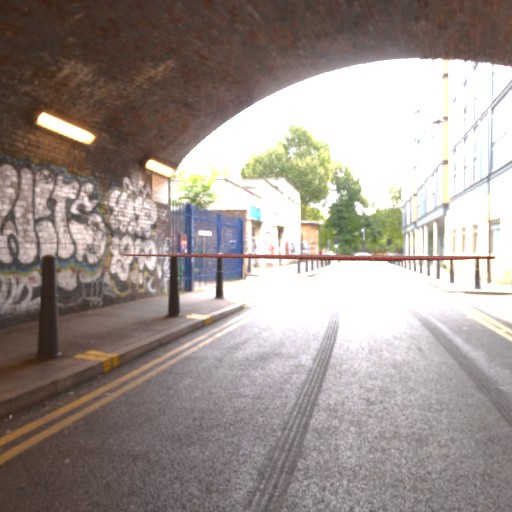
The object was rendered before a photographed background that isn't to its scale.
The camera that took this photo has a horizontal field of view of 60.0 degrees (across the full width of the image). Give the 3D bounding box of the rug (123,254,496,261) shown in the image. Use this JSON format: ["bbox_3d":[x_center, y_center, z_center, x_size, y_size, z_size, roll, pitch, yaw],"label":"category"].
[{"bbox_3d":[0.000,0.000,2.490,0.687,0.012,2.307,0,1,-37],"label":"rug"}]
